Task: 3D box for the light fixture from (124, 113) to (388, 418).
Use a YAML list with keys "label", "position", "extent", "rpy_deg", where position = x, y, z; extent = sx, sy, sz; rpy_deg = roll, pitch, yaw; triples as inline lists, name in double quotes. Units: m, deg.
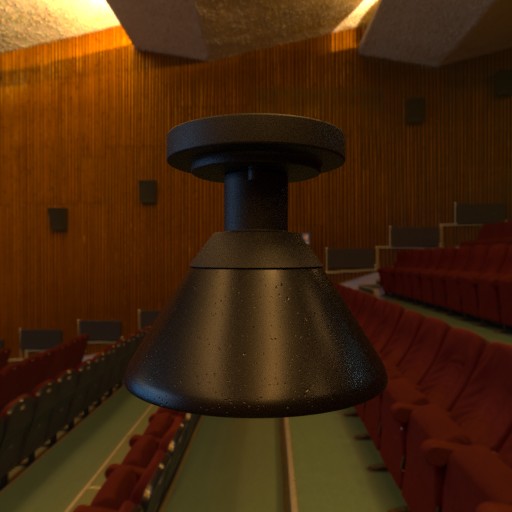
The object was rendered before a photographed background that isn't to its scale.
- label: "light fixture"
  position: [0.000, 0.000, 0.351]
  extent: [0.200, 0.183, 0.200]
  rpy_deg: [0, 0, 0]
